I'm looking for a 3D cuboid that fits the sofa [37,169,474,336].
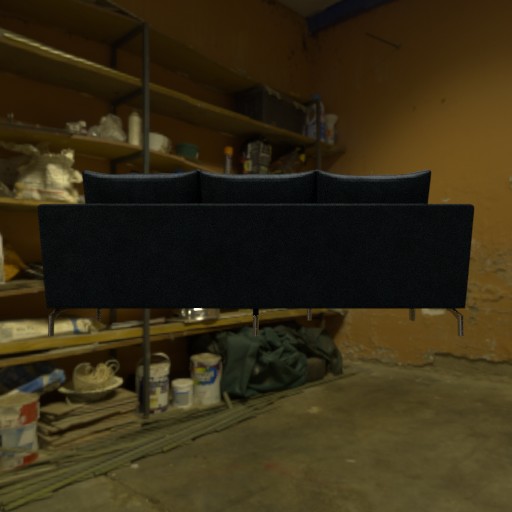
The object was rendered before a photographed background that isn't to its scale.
[{"bbox_3d":[0.000,0.000,3.709,2.463,0.988,2.472,0,-2,0],"label":"sofa"}]
